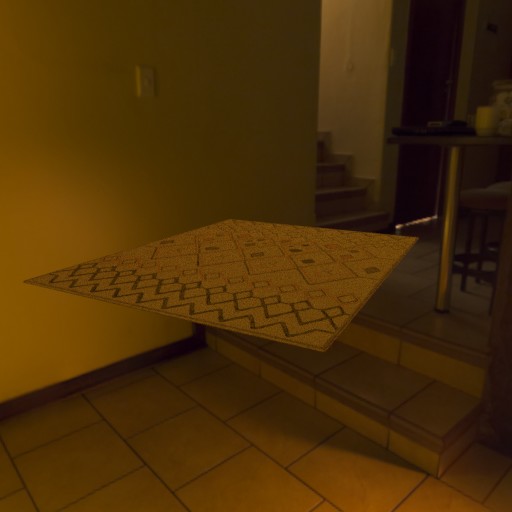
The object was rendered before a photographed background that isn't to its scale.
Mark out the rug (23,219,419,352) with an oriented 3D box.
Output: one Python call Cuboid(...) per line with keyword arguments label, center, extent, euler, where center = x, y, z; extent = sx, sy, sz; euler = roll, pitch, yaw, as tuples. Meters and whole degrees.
Cuboid(label="rug", center=(0.000, 0.000, 4.143), extent=(2.441, 0.016, 3.050), euler=(8, 17, 27))
